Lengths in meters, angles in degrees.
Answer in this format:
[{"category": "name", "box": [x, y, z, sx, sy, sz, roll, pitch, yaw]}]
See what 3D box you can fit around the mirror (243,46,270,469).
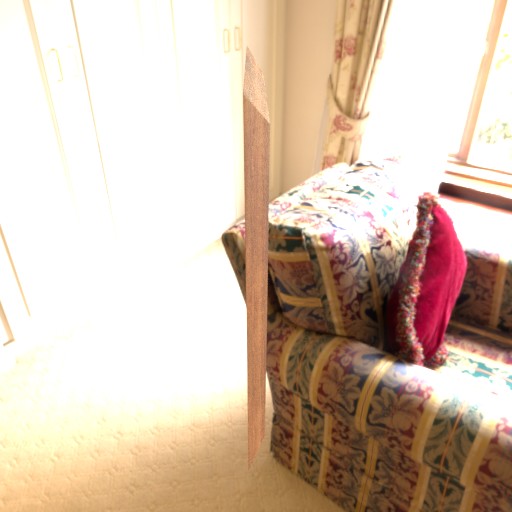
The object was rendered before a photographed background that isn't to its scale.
[{"category": "mirror", "box": [0.000, 0.000, 1.251, 0.047, 1.010, 0.651, 0, 32, 0]}]
